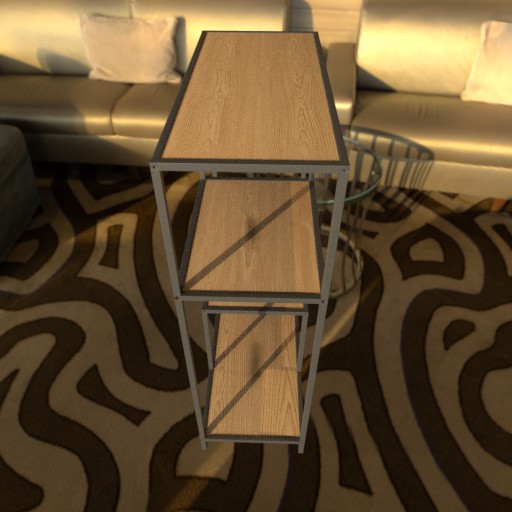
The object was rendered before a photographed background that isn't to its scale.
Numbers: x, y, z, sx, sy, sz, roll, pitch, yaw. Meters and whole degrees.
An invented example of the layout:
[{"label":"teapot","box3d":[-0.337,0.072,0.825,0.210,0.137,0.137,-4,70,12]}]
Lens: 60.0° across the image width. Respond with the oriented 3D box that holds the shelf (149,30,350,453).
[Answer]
[{"label":"shelf","box3d":[0.000,0.000,1.439,0.350,1.138,0.770,1,43,1]}]
